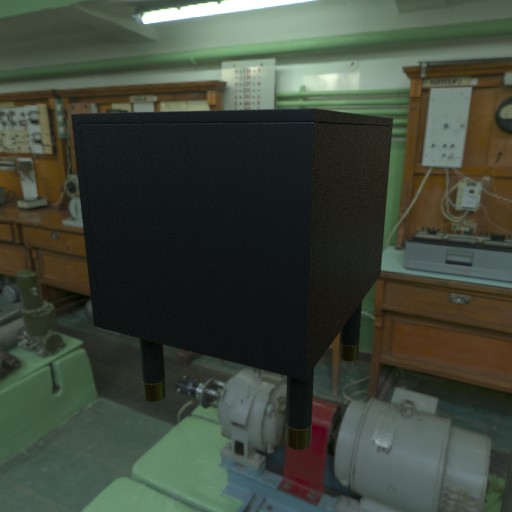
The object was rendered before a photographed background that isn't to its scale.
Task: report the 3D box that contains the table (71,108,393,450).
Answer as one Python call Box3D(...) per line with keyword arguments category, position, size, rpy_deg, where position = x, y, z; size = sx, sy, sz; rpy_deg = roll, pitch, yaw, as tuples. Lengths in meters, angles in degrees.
Box3D(category="table", position=(0.000, 0.000, 0.973), size=(0.441, 0.584, 0.564), rpy_deg=(8, 18, 25))
